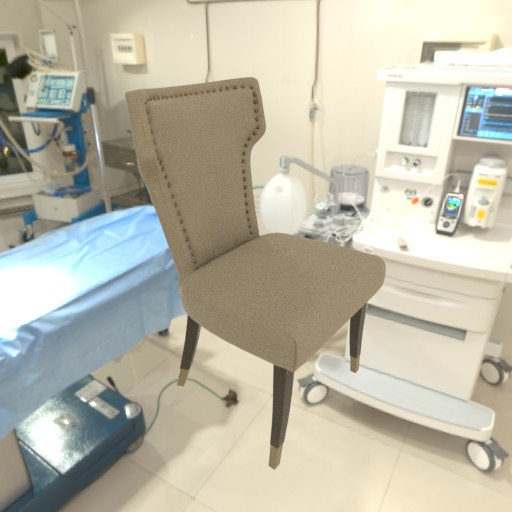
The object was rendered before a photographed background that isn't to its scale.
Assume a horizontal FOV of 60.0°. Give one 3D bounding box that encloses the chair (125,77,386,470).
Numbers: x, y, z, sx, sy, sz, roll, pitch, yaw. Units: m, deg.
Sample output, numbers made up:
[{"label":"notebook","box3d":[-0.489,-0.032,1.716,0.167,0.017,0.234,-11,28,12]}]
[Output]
[{"label":"chair","box3d":[0.000,0.000,1.333,0.630,0.955,0.526,19,32,33]}]
